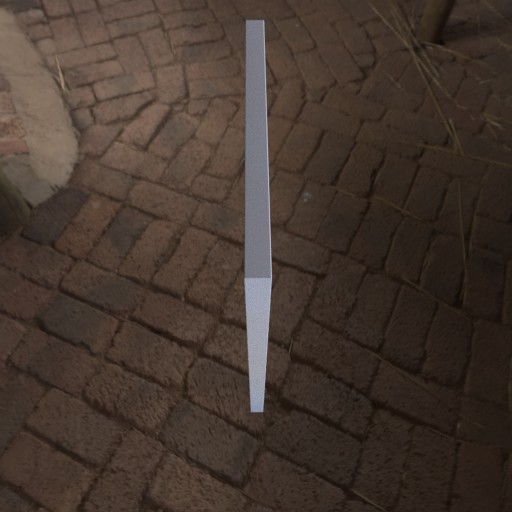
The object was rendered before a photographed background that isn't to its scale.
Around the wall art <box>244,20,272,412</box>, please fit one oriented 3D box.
[{"bbox_3d":[0.000,0.000,1.170,0.039,0.915,0.612,0,59,0],"label":"wall art"}]
